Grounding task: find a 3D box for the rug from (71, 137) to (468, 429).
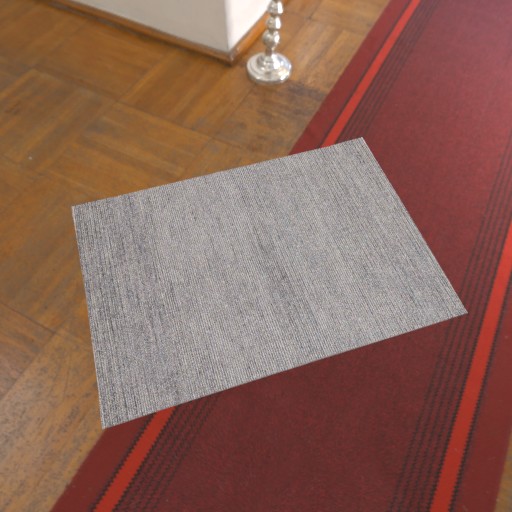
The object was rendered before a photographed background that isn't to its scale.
[{"bbox_3d":[0.000,0.000,3.001,2.307,0.030,1.604,-15,61,-9],"label":"rug"}]
